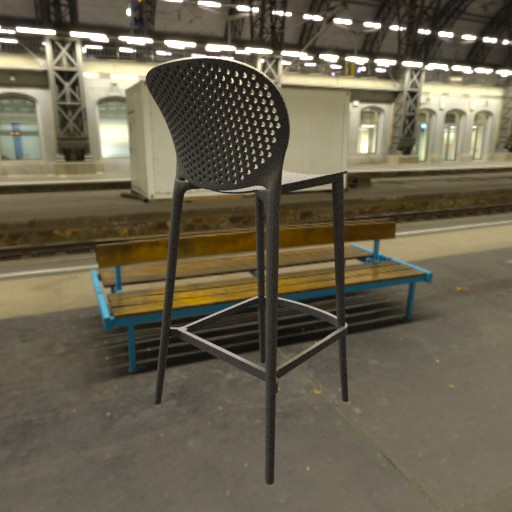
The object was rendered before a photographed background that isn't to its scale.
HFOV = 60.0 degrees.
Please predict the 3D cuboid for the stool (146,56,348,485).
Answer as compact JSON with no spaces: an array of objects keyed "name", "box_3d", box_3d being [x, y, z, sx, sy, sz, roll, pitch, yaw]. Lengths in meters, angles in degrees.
[{"name":"stool","box_3d":[0.000,0.000,1.343,0.536,1.045,0.535,14,20,42]}]
